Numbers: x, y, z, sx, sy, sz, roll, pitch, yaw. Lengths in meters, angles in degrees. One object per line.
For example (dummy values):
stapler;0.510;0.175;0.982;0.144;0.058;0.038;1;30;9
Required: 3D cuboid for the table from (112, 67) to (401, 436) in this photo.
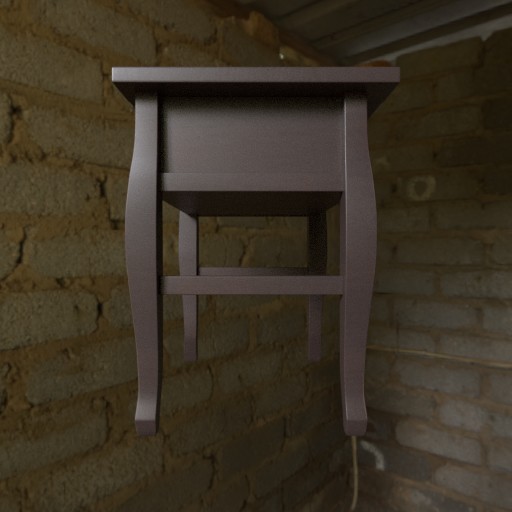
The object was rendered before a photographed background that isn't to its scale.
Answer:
table;0.000;0.000;1.005;0.460;0.605;0.602;0;0;0
